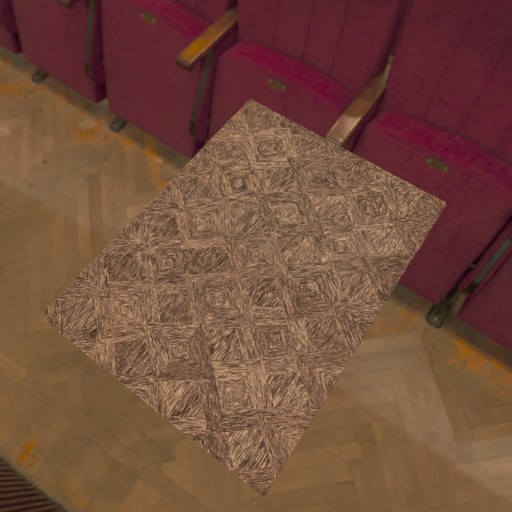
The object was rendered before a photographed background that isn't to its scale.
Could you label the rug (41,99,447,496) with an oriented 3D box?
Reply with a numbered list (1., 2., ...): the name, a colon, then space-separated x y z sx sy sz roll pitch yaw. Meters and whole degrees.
1. rug: 0.000 0.000 4.193 2.448 0.017 3.204 33 68 15
